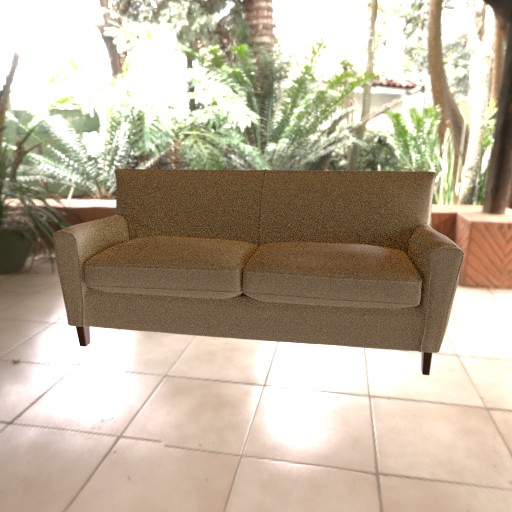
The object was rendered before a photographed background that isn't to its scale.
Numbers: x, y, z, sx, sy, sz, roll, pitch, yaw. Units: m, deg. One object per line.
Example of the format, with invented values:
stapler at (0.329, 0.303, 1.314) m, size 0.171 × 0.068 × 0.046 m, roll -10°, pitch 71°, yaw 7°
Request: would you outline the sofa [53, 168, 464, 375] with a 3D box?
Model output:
sofa at (0.000, 0.000, 2.486) m, size 2.001 × 0.907 × 0.841 m, roll 2°, pitch 15°, yaw 9°
